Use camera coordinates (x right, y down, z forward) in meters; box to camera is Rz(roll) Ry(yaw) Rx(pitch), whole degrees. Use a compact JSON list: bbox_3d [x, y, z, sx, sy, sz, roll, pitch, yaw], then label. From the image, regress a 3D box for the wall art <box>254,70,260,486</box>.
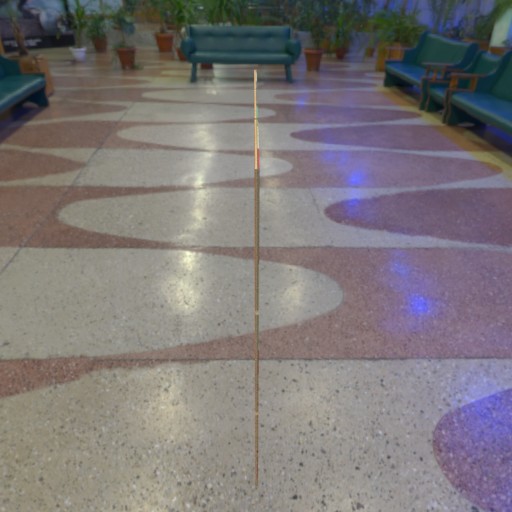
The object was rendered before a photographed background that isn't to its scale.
[{"bbox_3d":[0.000,0.000,2.257,0.013,1.519,1.521,0,32,0],"label":"wall art"}]
